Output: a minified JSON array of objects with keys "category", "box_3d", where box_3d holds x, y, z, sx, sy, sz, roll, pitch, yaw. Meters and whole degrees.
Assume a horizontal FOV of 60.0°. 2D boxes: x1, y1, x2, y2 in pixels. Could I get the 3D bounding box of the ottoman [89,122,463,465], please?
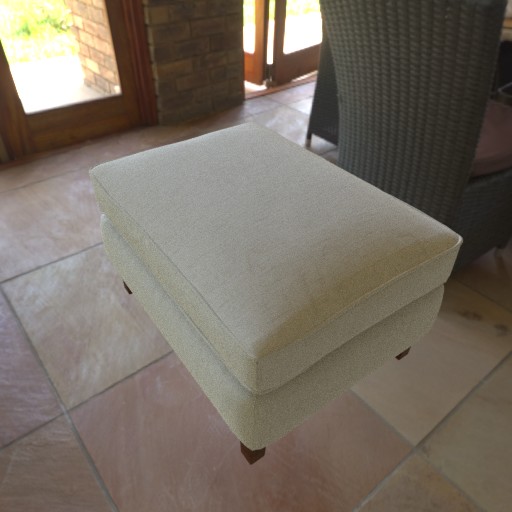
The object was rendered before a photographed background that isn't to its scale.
[{"category":"ottoman","box_3d":[0.000,0.000,0.967,0.501,0.406,0.665,-24,45,-27]}]
